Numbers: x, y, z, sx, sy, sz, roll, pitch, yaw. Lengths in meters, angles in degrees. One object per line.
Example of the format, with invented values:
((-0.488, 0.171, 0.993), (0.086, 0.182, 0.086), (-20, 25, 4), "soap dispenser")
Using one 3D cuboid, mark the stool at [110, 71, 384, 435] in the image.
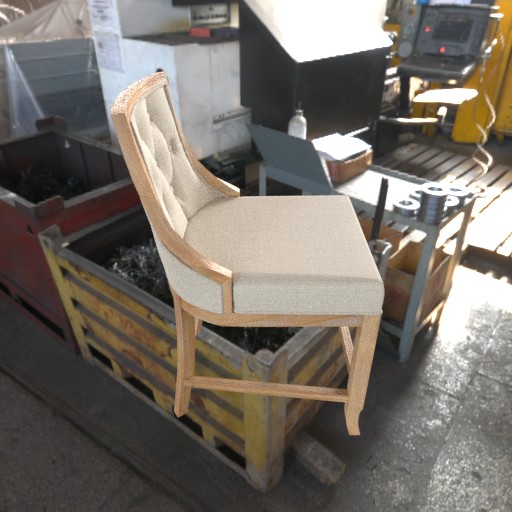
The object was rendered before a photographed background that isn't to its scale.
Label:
((0.000, 0.000, 1.296), (0.626, 0.938, 0.524), (0, 32, 0), "stool")
